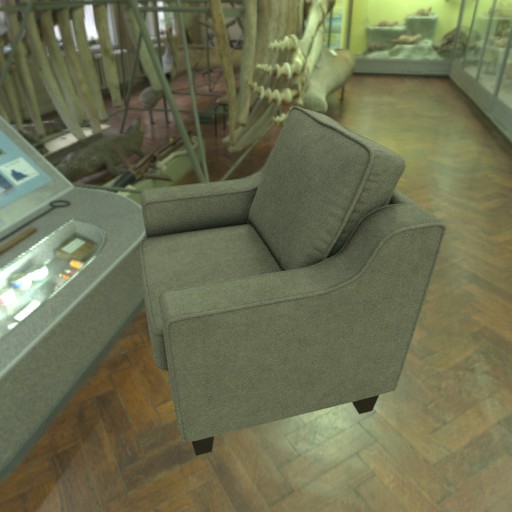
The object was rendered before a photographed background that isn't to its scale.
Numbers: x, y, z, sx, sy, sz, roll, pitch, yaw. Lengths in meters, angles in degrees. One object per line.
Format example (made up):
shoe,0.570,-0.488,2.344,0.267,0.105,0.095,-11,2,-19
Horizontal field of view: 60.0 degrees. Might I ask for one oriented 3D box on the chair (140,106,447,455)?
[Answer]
chair,0.000,0.000,1.646,0.840,0.944,0.926,-8,31,-14
